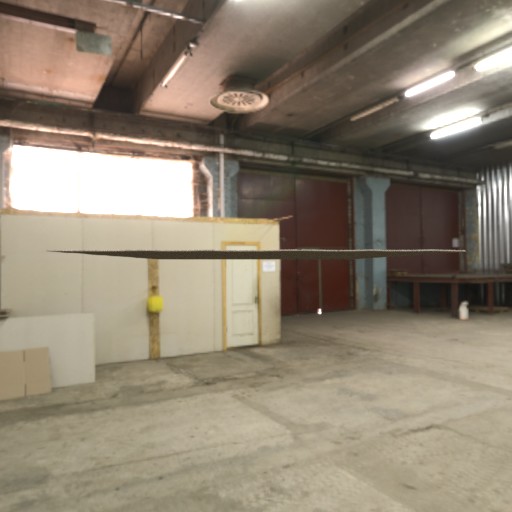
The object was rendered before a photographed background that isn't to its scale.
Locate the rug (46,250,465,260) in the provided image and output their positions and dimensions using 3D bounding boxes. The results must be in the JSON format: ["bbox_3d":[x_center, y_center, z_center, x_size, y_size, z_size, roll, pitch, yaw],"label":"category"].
[{"bbox_3d":[0.000,0.000,4.091,2.468,0.022,3.061,0,-1,0],"label":"rug"}]
